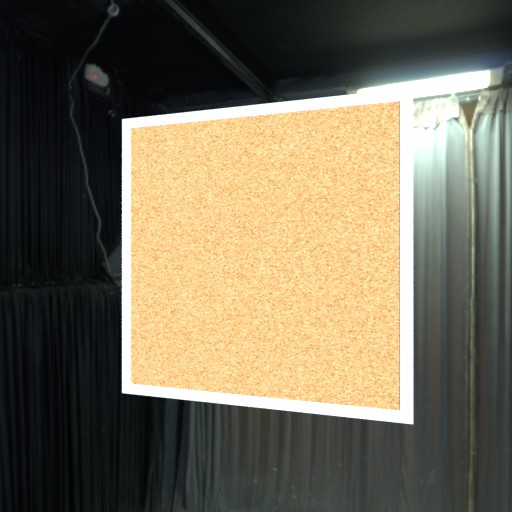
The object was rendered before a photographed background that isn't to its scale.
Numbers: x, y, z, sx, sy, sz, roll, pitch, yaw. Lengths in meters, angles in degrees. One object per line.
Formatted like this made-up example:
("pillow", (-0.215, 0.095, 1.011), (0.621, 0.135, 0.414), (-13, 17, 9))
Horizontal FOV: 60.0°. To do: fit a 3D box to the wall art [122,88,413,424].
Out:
("wall art", (0.000, 0.000, 0.760), (0.506, 0.505, 0.038), (0, 0, 18))
